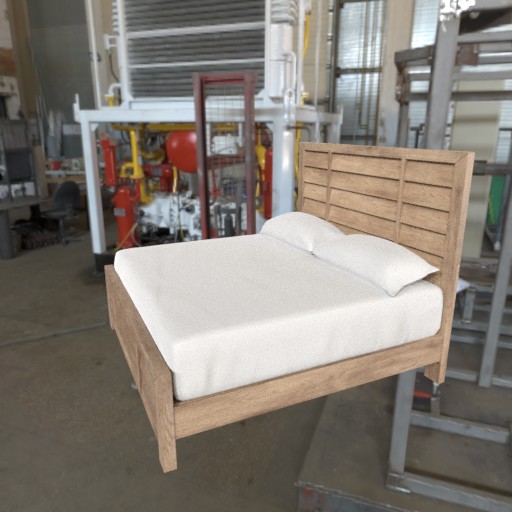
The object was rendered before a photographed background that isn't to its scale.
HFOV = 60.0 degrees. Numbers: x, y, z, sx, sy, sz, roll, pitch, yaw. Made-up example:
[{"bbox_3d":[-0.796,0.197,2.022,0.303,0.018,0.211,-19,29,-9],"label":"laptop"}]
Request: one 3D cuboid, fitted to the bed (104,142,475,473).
[{"bbox_3d":[0.000,0.000,3.441,2.062,1.626,2.032,-8,18,-24],"label":"bed"}]
